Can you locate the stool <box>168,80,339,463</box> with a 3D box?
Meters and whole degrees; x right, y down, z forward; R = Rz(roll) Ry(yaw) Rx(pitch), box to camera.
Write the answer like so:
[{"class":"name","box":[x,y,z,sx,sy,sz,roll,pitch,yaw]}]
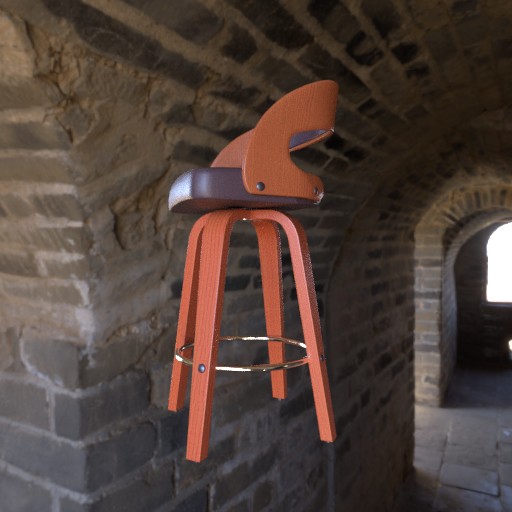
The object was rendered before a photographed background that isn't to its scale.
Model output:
[{"class":"stool","box":[0.000,0.000,1.237,0.457,0.940,0.457,0,1,-18]}]
